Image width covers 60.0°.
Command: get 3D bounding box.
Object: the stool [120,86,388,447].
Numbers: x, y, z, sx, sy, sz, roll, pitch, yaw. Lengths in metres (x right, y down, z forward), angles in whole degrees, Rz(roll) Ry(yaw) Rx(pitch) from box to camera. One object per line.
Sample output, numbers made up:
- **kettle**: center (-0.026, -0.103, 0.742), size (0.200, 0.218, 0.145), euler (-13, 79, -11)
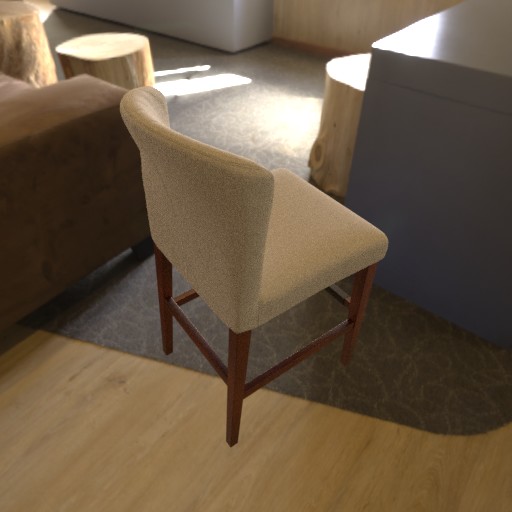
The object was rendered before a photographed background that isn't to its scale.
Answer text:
- **stool**: center (0.000, 0.000, 1.267), size (0.568, 0.968, 0.479), euler (-26, 48, -26)
